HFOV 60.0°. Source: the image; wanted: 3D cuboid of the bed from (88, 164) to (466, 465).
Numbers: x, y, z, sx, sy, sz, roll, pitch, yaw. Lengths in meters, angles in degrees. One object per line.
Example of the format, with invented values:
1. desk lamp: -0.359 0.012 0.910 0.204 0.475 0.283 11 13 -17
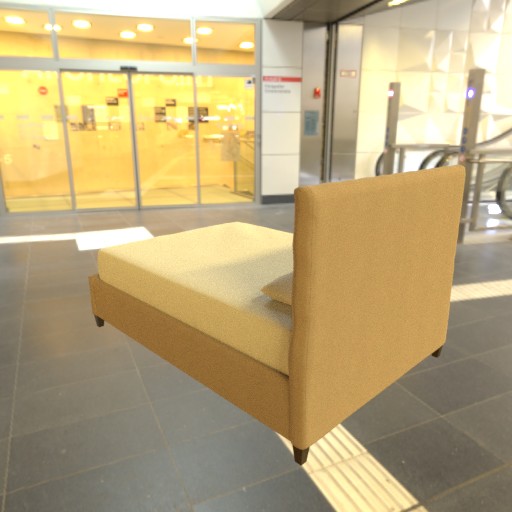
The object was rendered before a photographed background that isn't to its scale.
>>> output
1. bed: 0.000 0.000 3.425 1.698 1.427 2.387 -15 22 -42
